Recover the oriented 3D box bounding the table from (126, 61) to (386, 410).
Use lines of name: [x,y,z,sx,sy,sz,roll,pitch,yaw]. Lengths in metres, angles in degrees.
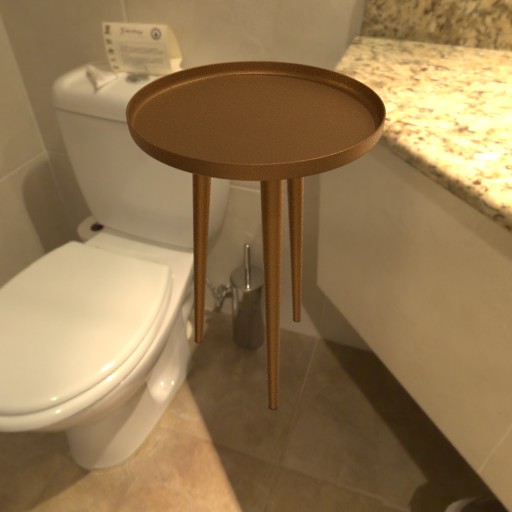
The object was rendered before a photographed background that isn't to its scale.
table: [0.000,0.000,0.677,0.299,0.480,0.299,-12,42,-13]
